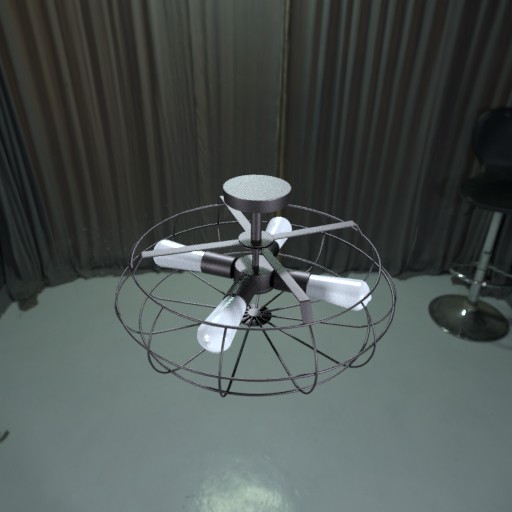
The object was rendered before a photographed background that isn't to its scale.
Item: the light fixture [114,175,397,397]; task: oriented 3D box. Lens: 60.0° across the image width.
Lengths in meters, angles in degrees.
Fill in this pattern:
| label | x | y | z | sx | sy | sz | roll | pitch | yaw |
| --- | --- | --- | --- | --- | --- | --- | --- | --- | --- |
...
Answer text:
| label | x | y | z | sx | sy | sz | roll | pitch | yaw |
| --- | --- | --- | --- | --- | --- | --- | --- | --- | --- |
| light fixture | 0.000 | 0.000 | 0.925 | 0.582 | 0.311 | 0.582 | 0 | 30 | 0 |
